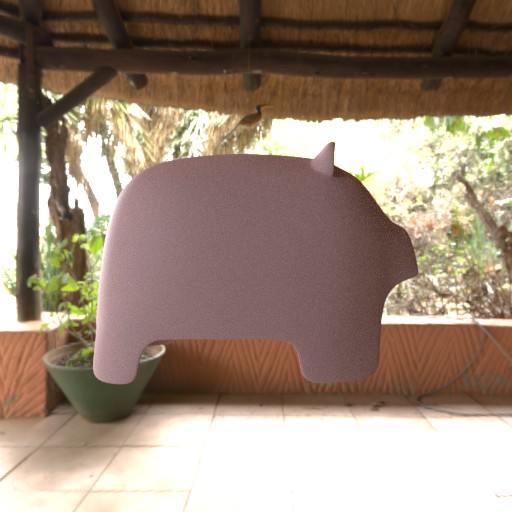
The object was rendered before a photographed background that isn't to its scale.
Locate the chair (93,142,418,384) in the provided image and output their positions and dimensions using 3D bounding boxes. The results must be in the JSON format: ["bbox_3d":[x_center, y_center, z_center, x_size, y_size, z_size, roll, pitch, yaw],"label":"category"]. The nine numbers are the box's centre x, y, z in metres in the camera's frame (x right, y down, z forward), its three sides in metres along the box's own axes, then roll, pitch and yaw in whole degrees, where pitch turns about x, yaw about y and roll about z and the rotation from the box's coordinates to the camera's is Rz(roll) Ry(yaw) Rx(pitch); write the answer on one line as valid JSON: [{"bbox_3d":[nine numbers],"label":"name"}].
[{"bbox_3d":[0.000,0.000,0.894,0.619,0.423,0.364,0,0,1],"label":"chair"}]
